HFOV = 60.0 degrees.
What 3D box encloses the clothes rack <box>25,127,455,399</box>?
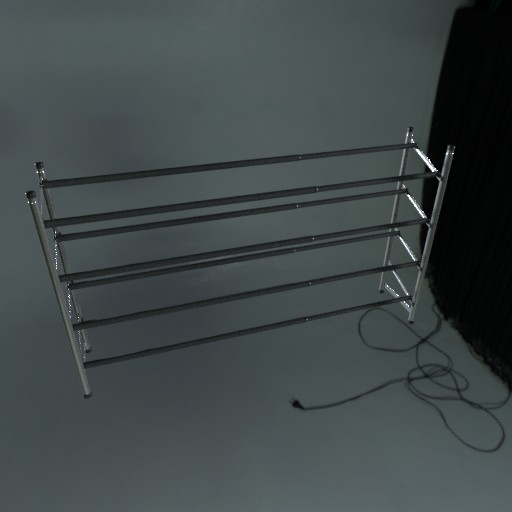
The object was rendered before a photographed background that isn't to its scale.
[{"bbox_3d":[0.000,0.000,1.414,1.168,0.672,0.229,-9,32,-15],"label":"clothes rack"}]
